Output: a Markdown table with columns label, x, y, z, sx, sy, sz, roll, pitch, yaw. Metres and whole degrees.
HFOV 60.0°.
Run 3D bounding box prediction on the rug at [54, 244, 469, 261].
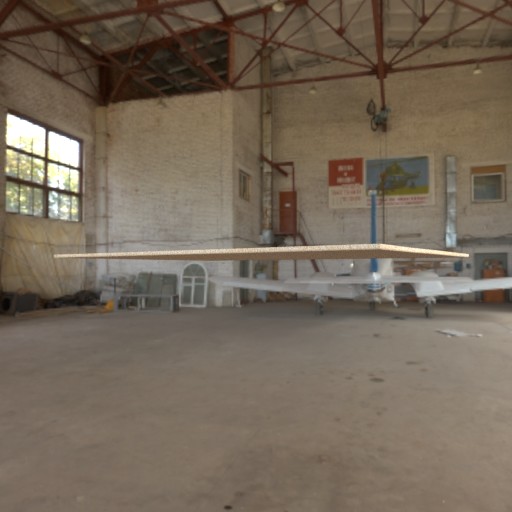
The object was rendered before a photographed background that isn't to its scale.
| label | x | y | z | sx | sy | sz | roll | pitch | yaw |
| --- | --- | --- | --- | --- | --- | --- | --- | --- | --- |
| rug | 0.000 | 0.000 | 3.459 | 2.699 | 0.025 | 1.800 | -1 | -2 | 37 |
